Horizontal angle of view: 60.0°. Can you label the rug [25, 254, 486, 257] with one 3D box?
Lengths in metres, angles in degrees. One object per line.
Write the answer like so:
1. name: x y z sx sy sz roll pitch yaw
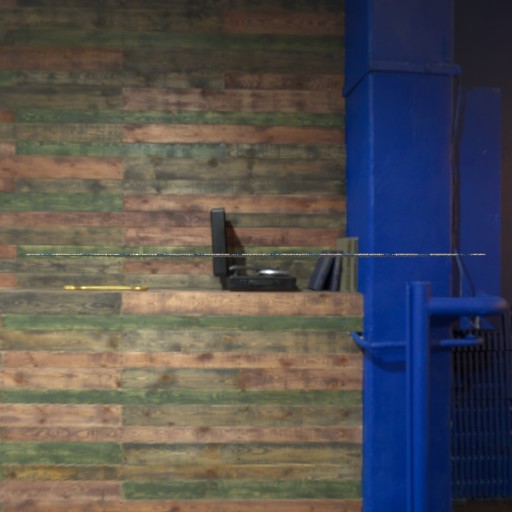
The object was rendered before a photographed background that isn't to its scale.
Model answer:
1. rug: 0.000 0.000 4.168 3.059 0.008 2.453 0 0 0
